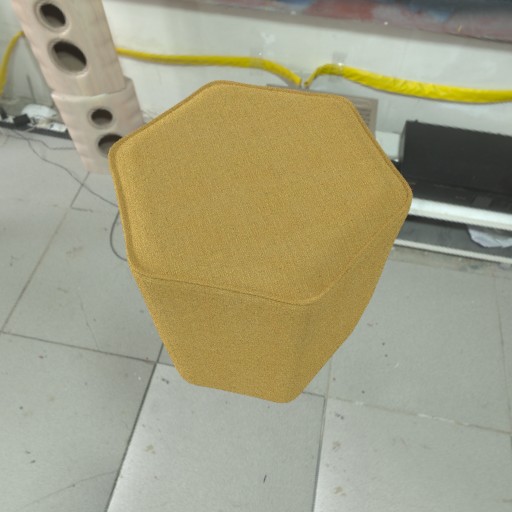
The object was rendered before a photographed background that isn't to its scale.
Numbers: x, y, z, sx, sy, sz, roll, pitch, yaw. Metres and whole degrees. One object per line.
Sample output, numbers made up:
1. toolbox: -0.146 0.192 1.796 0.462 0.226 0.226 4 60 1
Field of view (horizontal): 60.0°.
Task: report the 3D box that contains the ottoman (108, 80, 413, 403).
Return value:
1. ottoman: 0.000 0.000 0.894 0.443 0.502 0.494 -15 58 -10
